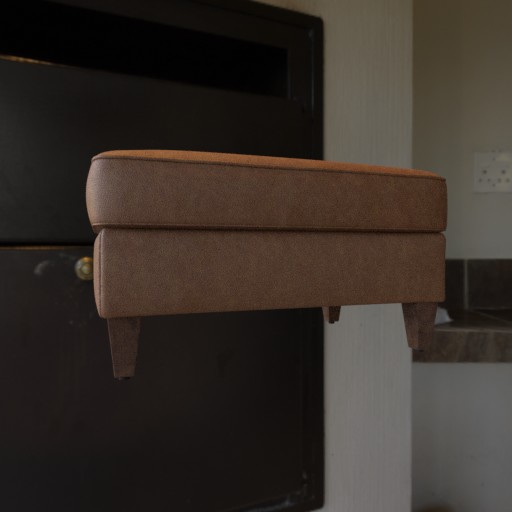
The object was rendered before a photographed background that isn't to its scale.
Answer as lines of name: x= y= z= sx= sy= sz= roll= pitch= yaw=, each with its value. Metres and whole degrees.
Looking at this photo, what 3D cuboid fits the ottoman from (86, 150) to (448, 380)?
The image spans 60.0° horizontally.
ottoman: x=0.000 y=0.000 z=1.218 sx=0.864 sy=0.483 sz=0.584 roll=0 pitch=1 yaw=-19
